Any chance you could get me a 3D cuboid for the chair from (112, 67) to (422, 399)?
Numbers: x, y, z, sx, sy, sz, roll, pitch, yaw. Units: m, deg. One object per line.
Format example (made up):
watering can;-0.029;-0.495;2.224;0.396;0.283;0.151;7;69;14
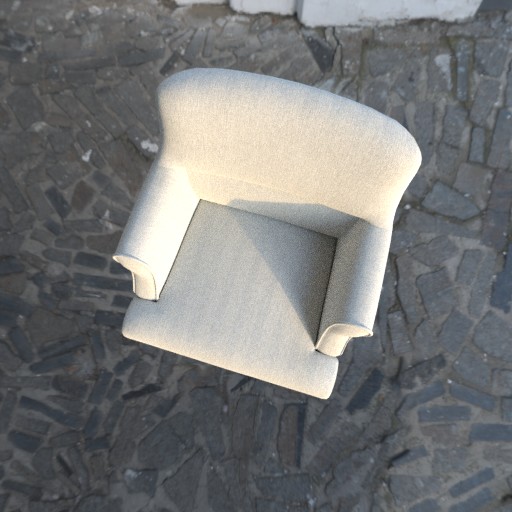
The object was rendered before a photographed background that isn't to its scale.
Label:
chair;0.000;0.000;1.463;0.781;0.875;0.750;16;77;4
